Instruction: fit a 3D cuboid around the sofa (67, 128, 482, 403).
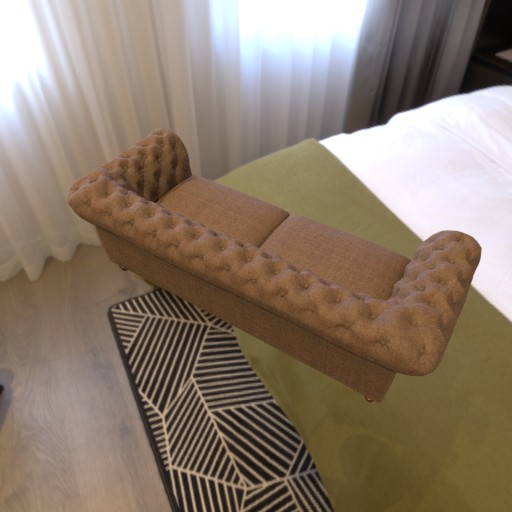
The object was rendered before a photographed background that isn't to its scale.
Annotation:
[{"bbox_3d":[0.000,0.000,2.802,2.385,0.787,0.944,24,50,22],"label":"sofa"}]
